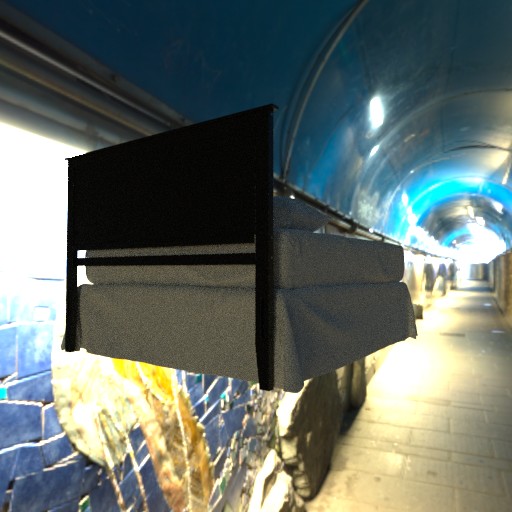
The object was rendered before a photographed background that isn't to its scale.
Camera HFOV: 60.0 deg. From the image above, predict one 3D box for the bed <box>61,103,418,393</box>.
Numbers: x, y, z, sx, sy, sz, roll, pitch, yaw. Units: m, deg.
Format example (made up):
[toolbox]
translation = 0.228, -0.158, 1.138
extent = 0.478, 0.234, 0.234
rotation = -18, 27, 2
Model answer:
[bed]
translation = 0.000, 0.000, 3.241
extent = 1.870, 1.270, 2.050
rotation = -1, -2, 36
